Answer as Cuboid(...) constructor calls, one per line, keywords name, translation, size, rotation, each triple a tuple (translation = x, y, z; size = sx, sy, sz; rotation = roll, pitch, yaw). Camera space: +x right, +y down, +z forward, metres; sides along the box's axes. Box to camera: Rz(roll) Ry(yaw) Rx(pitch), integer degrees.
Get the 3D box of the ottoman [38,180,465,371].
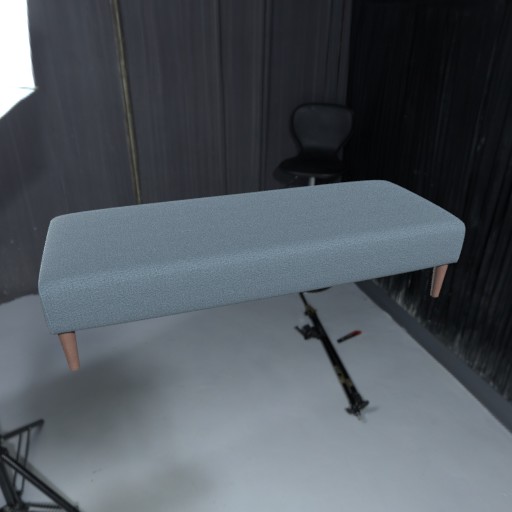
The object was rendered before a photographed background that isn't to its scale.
Cuboid(name="ottoman", translation=(0.000, 0.000, 1.896), size=(1.609, 0.393, 0.646), rotation=(-9, 29, -16))
